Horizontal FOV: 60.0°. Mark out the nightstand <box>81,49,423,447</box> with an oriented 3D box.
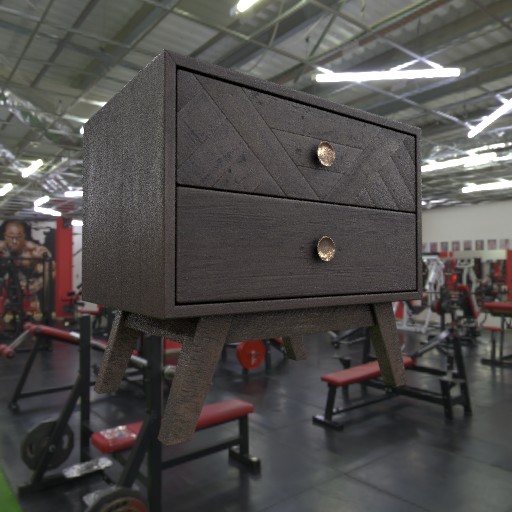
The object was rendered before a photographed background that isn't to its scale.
[{"bbox_3d":[0.000,0.000,1.014,0.650,0.599,0.450,1,-2,-36],"label":"nightstand"}]
